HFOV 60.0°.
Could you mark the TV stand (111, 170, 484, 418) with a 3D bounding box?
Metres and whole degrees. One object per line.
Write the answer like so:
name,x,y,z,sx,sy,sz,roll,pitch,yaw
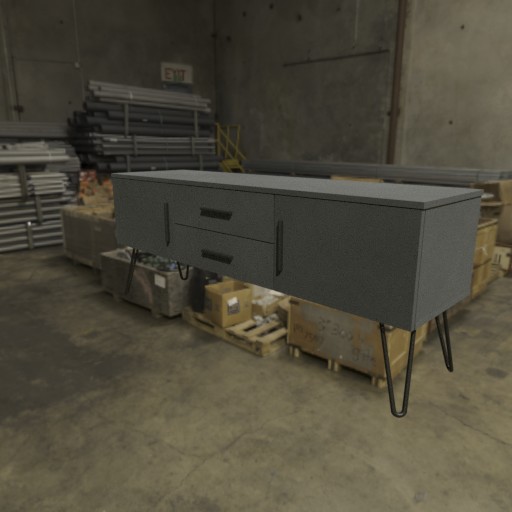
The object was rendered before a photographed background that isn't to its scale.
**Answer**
TV stand,0.000,0.000,1.650,1.400,0.560,0.400,13,19,43
